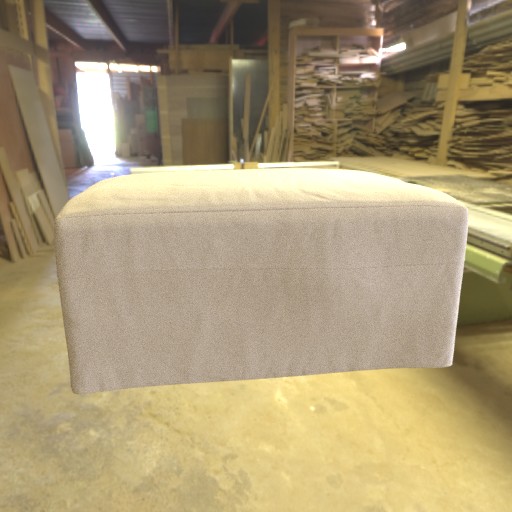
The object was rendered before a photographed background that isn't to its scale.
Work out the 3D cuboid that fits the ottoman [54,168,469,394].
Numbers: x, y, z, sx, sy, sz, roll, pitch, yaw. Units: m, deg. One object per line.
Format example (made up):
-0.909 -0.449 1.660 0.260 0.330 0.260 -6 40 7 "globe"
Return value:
0.000 0.000 1.178 0.872 0.444 0.590 -2 17 -7 "ottoman"
